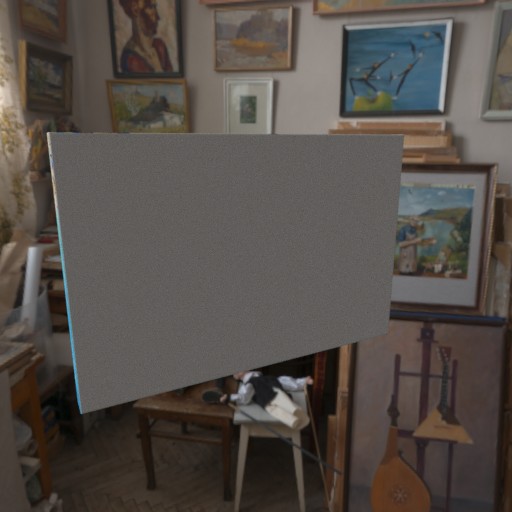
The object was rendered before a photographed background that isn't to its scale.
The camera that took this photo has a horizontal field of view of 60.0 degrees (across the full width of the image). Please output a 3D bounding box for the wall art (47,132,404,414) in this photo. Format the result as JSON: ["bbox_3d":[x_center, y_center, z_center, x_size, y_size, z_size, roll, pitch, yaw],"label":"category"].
[{"bbox_3d":[0.000,0.000,0.762,0.609,0.406,0.039,-8,17,-27],"label":"wall art"}]
